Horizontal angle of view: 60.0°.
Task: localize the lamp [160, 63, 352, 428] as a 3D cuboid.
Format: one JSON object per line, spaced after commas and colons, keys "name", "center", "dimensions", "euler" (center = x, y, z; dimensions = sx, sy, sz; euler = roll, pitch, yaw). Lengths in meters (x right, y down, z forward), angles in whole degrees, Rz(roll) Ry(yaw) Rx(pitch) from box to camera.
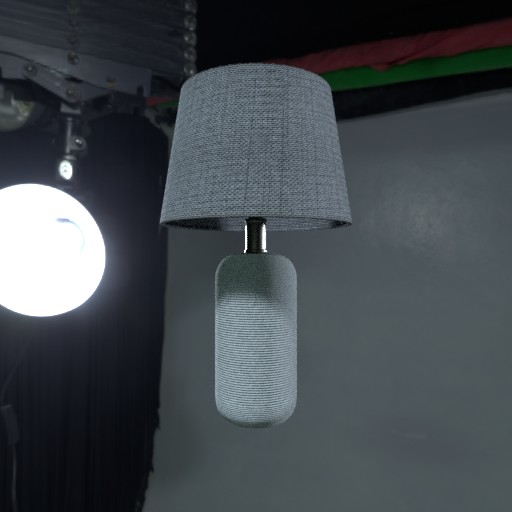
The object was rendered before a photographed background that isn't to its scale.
{"name": "lamp", "center": [0.000, 0.000, 0.591], "dimensions": [0.251, 0.429, 0.251], "euler": [0, 0, 0]}
